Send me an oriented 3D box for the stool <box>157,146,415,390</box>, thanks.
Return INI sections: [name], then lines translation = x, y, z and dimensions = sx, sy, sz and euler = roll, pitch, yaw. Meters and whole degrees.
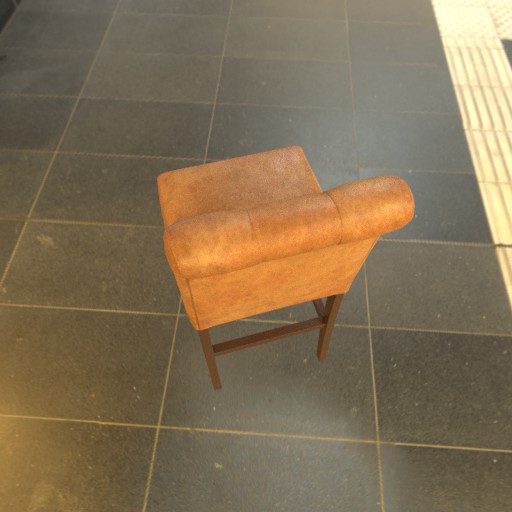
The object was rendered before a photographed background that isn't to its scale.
[stool]
translation = 0.000, 0.000, 1.347
dimensions = 0.493, 1.047, 0.601
euler = -13, 59, -8
